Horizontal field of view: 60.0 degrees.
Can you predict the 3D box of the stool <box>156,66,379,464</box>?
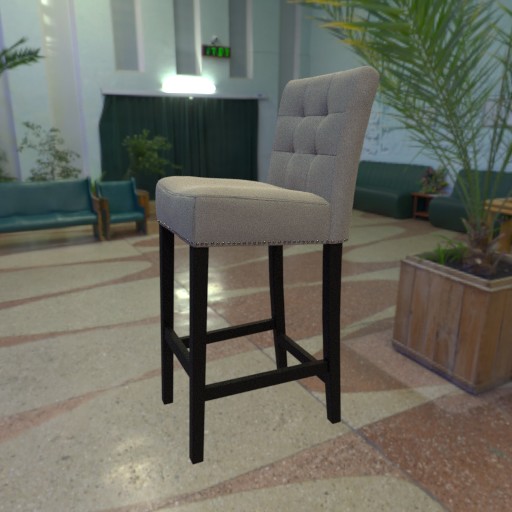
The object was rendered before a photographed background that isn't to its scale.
[{"bbox_3d":[0.000,0.000,1.336,0.548,1.047,0.411,-7,17,-25],"label":"stool"}]
